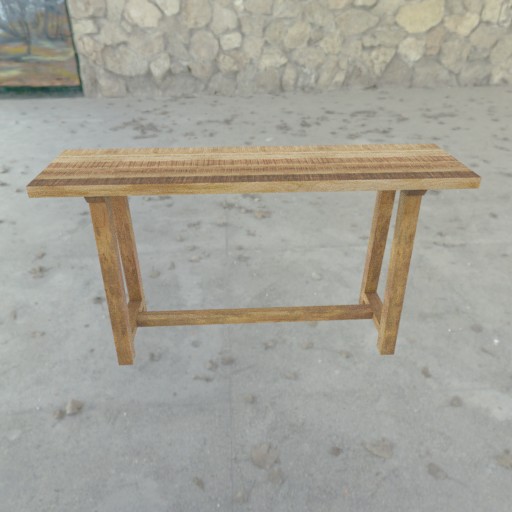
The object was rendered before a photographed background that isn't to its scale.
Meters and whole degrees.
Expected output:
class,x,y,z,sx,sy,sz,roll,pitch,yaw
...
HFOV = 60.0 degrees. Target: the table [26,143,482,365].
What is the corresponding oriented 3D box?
class,x,y,z,sx,sy,sz,roll,pitch,yaw
table,0.000,0.000,1.858,1.524,0.810,0.405,-2,30,-3
